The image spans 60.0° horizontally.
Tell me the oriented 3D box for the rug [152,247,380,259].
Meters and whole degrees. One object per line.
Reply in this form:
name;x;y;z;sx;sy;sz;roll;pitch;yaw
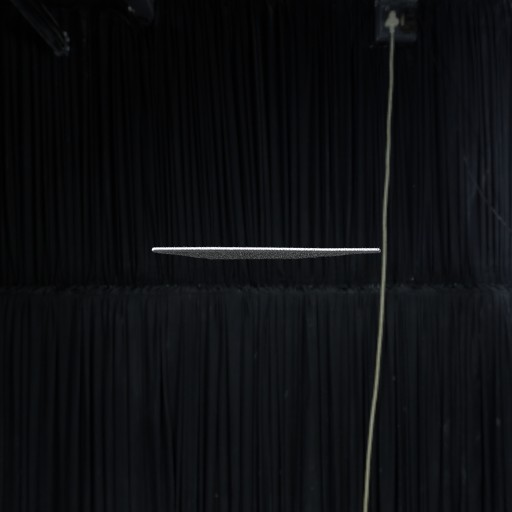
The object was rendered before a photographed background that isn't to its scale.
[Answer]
rug;0.000;0.000;2.325;0.645;0.015;2.182;0;-1;-2
